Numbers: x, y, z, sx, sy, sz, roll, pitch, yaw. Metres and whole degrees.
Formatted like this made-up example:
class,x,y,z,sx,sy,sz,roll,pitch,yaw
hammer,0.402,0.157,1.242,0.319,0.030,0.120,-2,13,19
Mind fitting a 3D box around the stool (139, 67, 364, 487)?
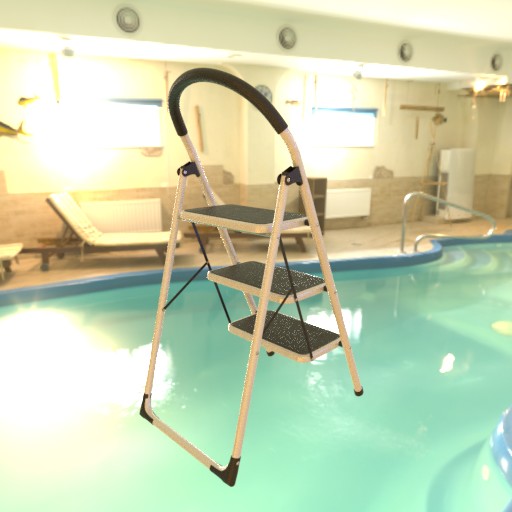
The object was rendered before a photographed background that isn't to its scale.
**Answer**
class,x,y,z,sx,sy,sz,roll,pitch,yaw
stool,0.000,0.000,1.467,0.676,1.109,0.485,-14,20,-43
